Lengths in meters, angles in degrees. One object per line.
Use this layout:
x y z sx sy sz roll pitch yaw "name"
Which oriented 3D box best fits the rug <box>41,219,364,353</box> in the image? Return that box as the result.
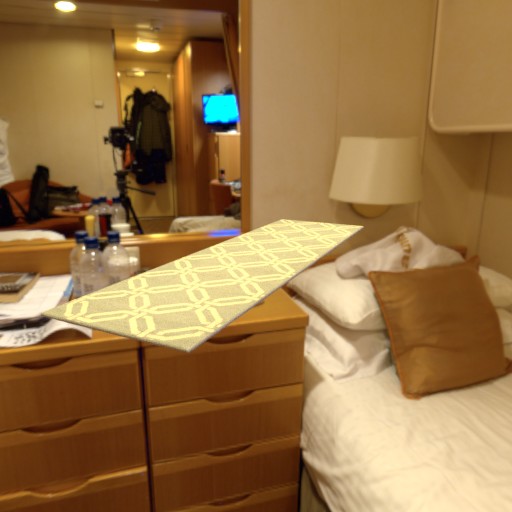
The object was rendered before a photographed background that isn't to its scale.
0.000 0.000 2.502 0.678 0.014 2.276 7 16 26 "rug"
